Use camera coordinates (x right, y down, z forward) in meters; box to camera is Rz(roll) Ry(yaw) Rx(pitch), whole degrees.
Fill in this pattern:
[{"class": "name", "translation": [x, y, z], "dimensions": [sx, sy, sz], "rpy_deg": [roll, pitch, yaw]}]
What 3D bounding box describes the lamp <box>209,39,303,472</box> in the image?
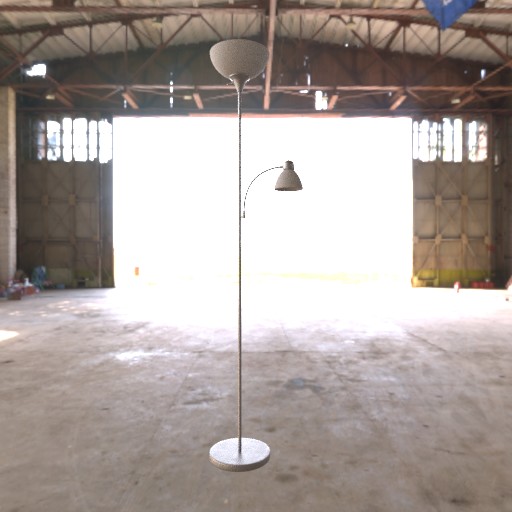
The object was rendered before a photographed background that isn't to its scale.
[{"class": "lamp", "translation": [0.000, 0.000, 1.958], "dimensions": [0.425, 1.804, 0.279], "rpy_deg": [0, 0, 20]}]
